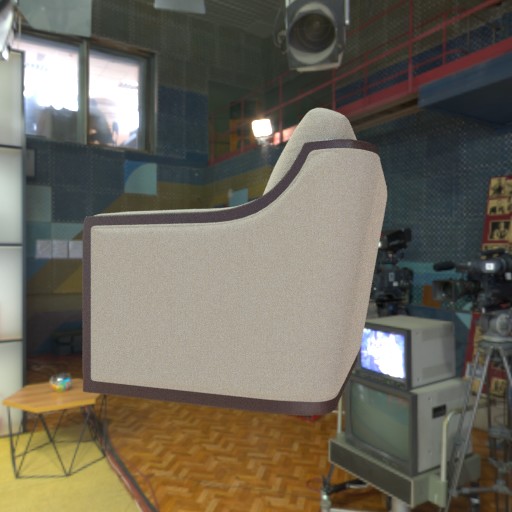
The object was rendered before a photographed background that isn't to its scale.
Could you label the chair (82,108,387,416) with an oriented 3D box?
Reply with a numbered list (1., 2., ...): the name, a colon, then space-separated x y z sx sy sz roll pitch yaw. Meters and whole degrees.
1. chair: 0.000 0.000 1.710 0.950 0.930 0.870 0 0 18
